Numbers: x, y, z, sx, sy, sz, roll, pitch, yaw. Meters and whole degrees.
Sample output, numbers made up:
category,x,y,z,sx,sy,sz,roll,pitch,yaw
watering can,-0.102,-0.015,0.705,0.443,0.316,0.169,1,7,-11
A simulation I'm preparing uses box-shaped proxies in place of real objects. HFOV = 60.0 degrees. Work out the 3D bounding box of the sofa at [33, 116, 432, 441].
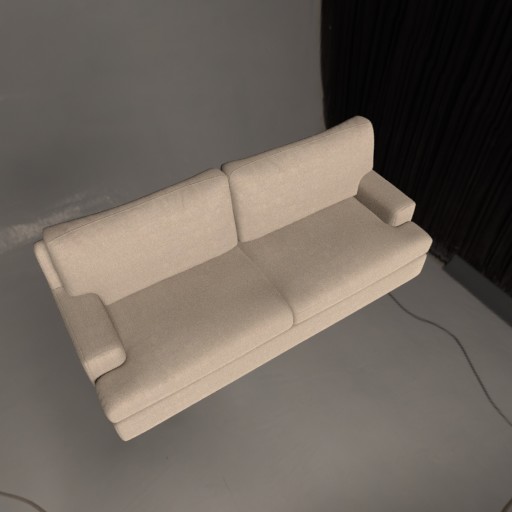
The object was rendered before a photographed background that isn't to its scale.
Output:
category,x,y,z,sx,sy,sz,roll,pitch,yaw
sofa,0.000,0.000,2.814,2.354,0.980,0.962,-25,51,-22
